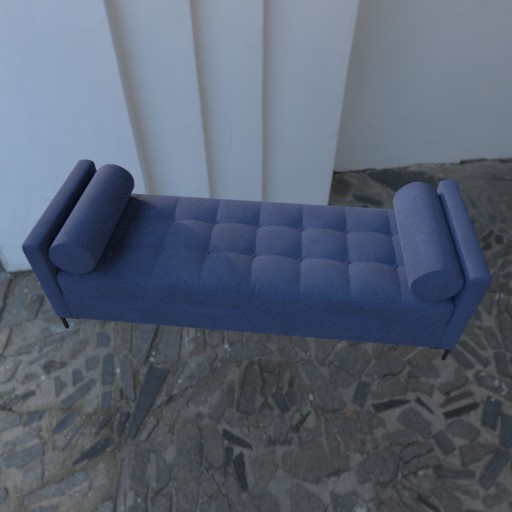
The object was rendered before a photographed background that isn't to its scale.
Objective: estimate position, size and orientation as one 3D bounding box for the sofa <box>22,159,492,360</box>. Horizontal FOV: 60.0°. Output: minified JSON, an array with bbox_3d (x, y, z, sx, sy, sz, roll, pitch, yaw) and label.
[{"bbox_3d":[0.000,0.000,2.288,1.981,0.635,0.686,4,46,4],"label":"sofa"}]
